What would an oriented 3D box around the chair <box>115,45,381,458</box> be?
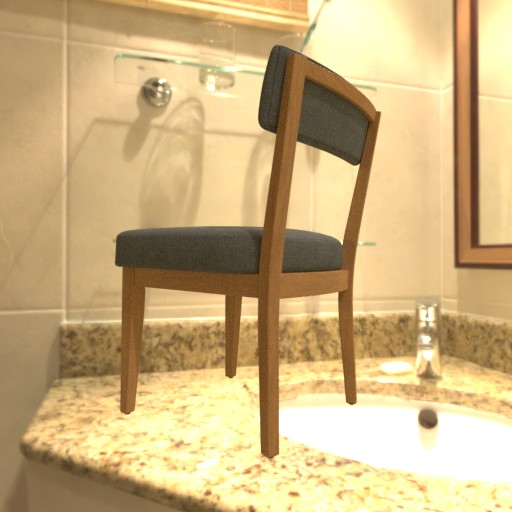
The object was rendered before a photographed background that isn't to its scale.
[{"bbox_3d":[0.000,0.000,1.186,0.572,0.832,0.508,0,0,36],"label":"chair"}]
